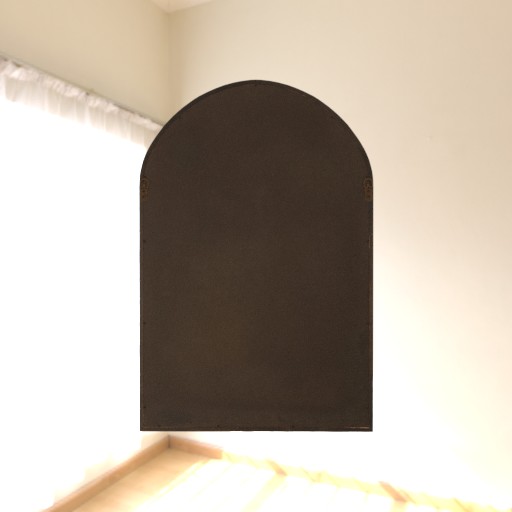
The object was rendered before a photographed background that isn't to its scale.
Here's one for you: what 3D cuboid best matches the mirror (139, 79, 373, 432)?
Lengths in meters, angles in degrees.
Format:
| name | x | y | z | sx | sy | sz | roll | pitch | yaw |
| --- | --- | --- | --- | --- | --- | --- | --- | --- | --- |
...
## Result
| name | x | y | z | sx | sy | sz | roll | pitch | yaw |
| --- | --- | --- | --- | --- | --- | --- | --- | --- | --- |
| mirror | 0.000 | 0.000 | 1.167 | 0.609 | 0.915 | 0.032 | 0 | 0 | 0 |
